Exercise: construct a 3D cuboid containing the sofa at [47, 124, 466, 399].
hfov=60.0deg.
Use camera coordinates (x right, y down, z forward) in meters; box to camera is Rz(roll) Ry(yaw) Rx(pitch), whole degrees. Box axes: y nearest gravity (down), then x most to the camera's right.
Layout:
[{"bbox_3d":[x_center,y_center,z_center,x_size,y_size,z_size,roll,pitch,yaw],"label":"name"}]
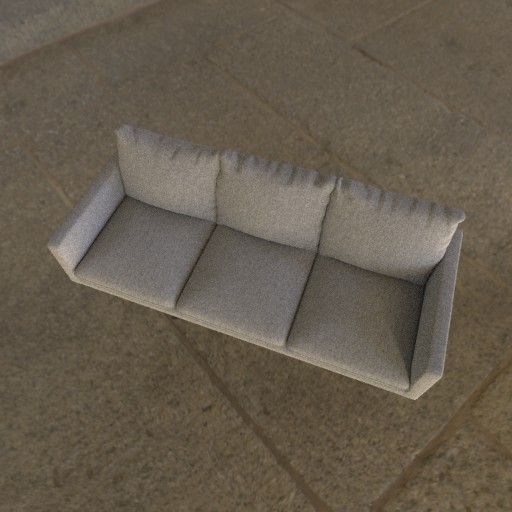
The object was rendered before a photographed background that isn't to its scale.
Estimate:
[{"bbox_3d":[0.000,0.000,2.410,2.000,0.830,0.850,17,59,11],"label":"sofa"}]
